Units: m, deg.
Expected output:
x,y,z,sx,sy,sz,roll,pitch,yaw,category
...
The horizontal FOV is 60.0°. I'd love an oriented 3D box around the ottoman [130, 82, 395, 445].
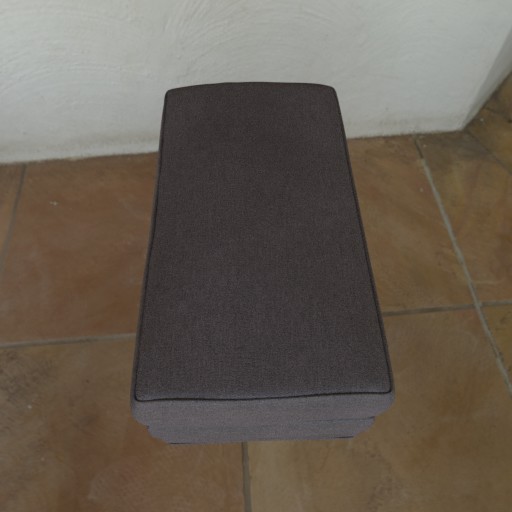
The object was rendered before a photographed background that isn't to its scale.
x,y,z,sx,sy,sz,roll,pitch,yaw,category
0.000,0.000,1.134,0.490,0.448,0.864,-2,58,-1,ottoman
